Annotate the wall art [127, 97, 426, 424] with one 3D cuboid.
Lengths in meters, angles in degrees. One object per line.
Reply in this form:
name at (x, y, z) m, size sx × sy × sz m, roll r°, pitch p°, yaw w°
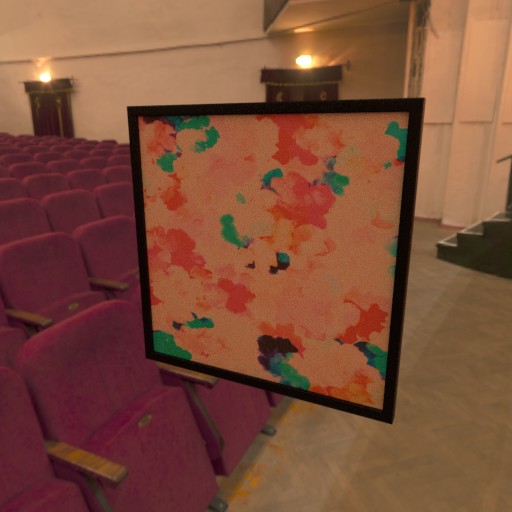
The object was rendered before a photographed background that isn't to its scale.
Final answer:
wall art at (0.000, 0.000, 1.154) m, size 0.756 × 0.755 × 0.036 m, roll 7°, pitch 17°, yaw 25°
